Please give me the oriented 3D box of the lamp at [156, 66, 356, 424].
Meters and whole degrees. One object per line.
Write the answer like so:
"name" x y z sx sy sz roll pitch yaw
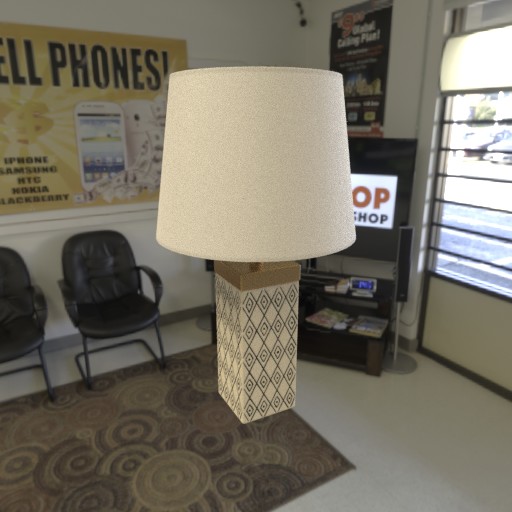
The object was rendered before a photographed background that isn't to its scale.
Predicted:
"lamp" 0.000 0.000 0.579 0.251 0.435 0.251 0 17 0
